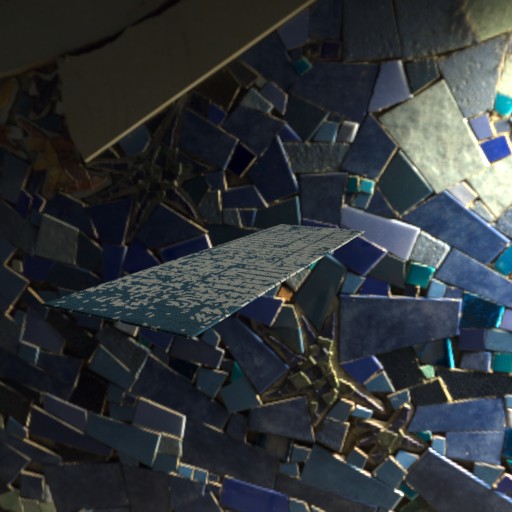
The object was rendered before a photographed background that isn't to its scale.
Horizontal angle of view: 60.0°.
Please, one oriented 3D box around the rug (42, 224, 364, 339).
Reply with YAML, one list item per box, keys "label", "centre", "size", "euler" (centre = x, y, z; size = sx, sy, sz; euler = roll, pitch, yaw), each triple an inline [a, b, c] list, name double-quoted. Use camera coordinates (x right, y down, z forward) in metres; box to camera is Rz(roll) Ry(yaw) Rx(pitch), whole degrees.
- label: "rug"
  centre: [0.000, 0.000, 2.720]
  size: [0.750, 0.011, 2.435]
  euler: [6, 14, 26]
